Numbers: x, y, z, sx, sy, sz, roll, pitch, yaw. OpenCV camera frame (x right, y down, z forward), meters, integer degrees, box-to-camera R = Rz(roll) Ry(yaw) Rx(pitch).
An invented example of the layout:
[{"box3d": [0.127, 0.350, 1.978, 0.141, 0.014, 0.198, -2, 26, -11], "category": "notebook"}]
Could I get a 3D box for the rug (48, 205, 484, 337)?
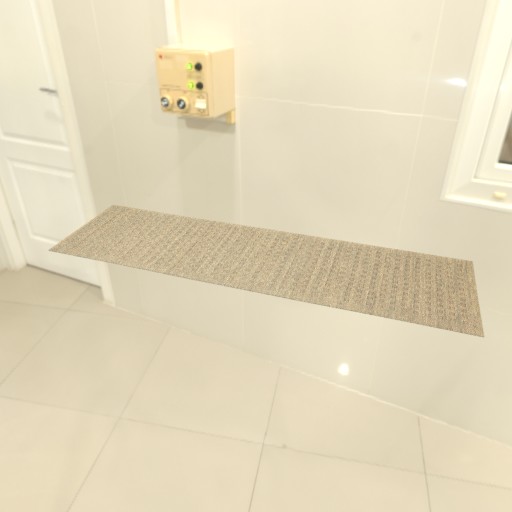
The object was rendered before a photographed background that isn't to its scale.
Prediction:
[{"box3d": [0.000, 0.000, 2.637, 2.437, 0.005, 0.688, 10, 33, 16], "category": "rug"}]
